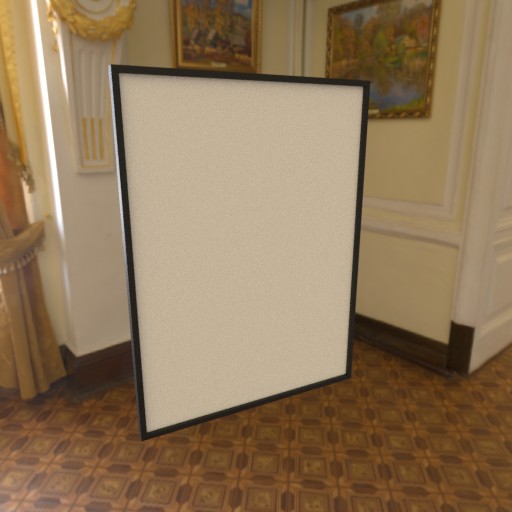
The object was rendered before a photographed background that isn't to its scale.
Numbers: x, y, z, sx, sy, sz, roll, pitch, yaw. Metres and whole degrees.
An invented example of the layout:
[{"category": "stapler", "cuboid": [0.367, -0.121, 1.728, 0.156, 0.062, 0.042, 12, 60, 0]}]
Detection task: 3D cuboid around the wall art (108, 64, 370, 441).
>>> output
[{"category": "wall art", "cuboid": [0.000, 0.000, 1.401, 0.802, 1.070, 0.036, -8, 17, -26]}]
